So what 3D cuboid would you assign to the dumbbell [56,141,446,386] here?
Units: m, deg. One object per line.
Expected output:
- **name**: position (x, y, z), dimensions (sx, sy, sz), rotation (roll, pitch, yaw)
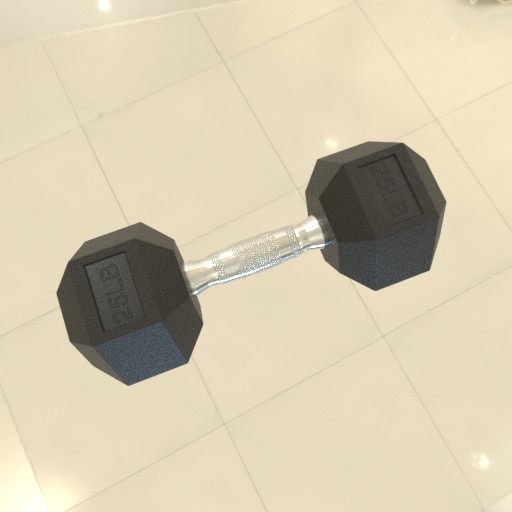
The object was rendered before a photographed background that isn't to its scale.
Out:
- **dumbbell**: position (0.000, 0.000, 0.383), dimensions (0.315, 0.113, 0.129), rotation (-20, 78, -5)
